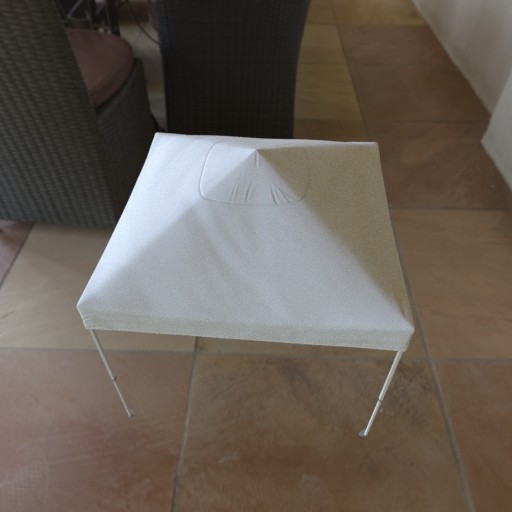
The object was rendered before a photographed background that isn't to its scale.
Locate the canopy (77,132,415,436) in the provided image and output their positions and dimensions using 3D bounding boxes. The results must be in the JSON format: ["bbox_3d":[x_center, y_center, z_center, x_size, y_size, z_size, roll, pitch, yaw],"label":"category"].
[{"bbox_3d":[0.000,0.000,5.423,2.996,2.997,2.998,3,46,3],"label":"canopy"}]
